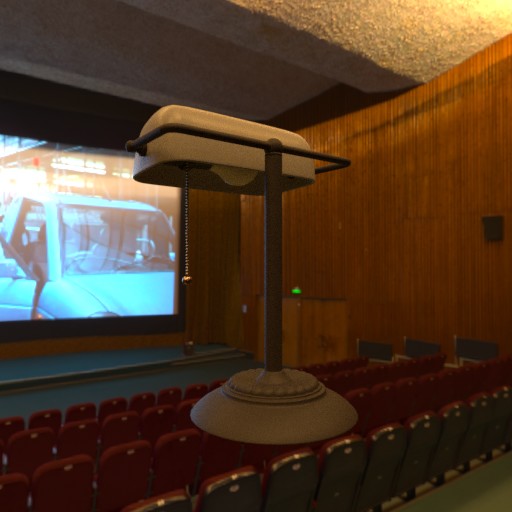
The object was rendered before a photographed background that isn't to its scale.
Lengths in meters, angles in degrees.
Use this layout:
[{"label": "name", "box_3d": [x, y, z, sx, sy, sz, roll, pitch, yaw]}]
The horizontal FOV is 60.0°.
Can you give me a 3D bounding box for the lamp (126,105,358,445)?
[{"label": "lamp", "box_3d": [0.000, 0.000, 0.510, 0.264, 0.339, 0.243, 1, -1, -37]}]
